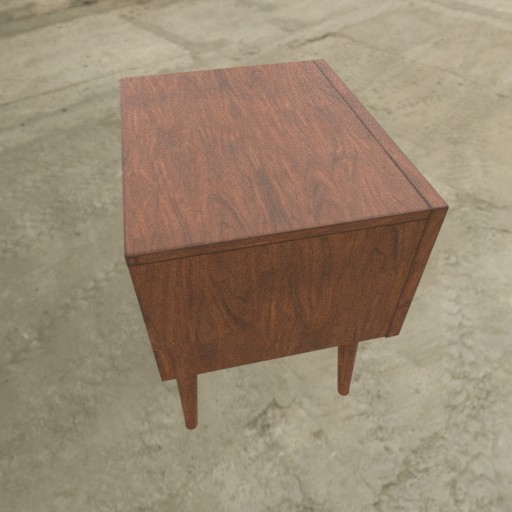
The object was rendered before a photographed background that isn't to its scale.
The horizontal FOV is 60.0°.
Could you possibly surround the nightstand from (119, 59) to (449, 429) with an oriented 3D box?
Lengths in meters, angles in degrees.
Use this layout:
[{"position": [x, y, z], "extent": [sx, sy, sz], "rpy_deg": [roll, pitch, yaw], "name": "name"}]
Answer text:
[{"position": [0.000, 0.000, 0.963], "extent": [0.445, 0.607, 0.521], "rpy_deg": [-9, 46, -9], "name": "nightstand"}]
